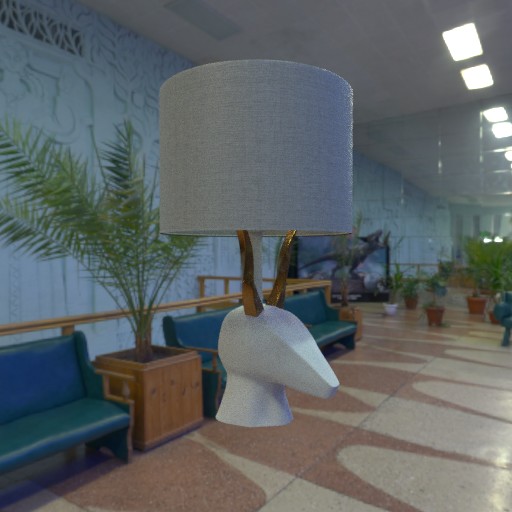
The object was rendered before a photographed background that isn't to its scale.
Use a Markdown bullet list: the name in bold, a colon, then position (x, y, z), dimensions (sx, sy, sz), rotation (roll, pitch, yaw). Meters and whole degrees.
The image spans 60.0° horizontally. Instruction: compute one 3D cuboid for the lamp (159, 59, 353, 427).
- **lamp**: position (0.000, 0.000, 0.703), dimensions (0.298, 0.503, 0.298), rotation (1, 1, 37)
